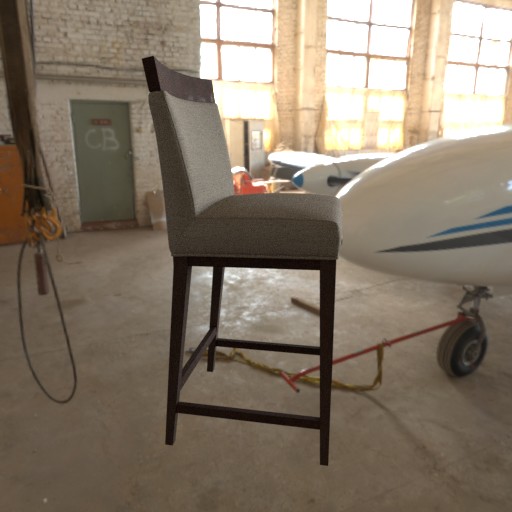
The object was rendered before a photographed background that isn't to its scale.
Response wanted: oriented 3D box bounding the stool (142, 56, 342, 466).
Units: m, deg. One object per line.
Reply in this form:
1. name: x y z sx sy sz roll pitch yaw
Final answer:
1. stool: 0.000 0.000 1.419 0.531 1.117 0.511 3 16 10
